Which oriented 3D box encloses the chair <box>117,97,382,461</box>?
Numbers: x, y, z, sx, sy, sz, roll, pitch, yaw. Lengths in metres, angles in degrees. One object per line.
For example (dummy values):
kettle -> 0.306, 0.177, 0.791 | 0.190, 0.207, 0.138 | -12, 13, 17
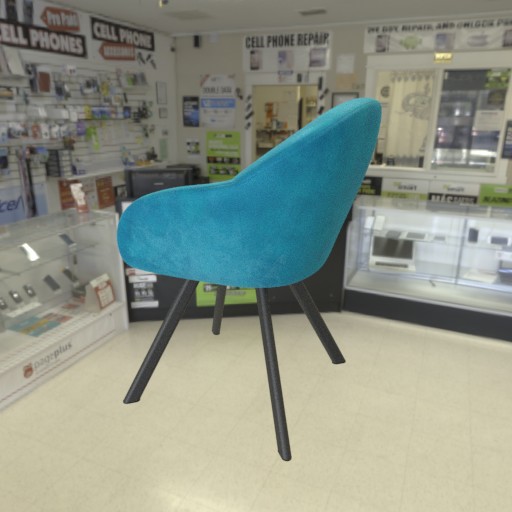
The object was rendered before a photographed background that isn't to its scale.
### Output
chair -> 0.000, 0.000, 1.190 | 0.590, 0.795, 0.550 | 9, 20, 25
